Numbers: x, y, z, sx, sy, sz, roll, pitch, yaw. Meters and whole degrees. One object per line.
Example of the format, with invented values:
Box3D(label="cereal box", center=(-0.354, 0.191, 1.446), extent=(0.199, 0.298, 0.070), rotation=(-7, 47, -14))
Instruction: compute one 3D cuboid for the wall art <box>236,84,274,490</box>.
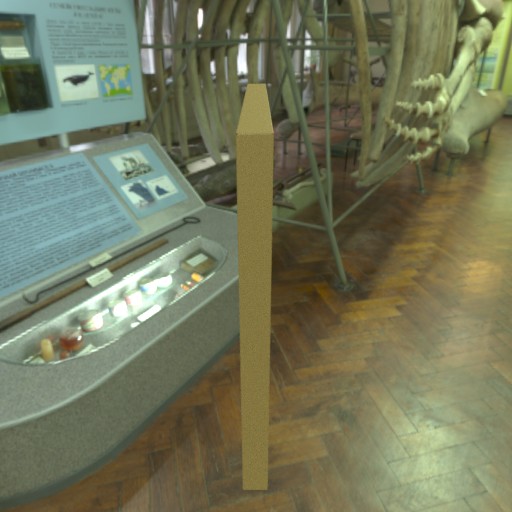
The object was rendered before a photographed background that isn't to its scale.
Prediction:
Box3D(label="wall art", center=(0.000, 0.000, 0.761), extent=(0.036, 0.509, 0.509), rotation=(0, 26, 0))
